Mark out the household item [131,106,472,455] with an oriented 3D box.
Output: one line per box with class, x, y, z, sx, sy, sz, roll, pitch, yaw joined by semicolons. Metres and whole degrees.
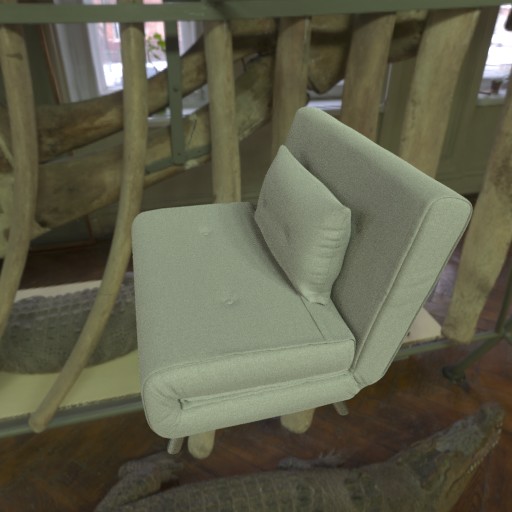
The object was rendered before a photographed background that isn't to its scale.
household item;0.000;0.000;1.596;0.874;0.800;1.000;-8;32;-13
